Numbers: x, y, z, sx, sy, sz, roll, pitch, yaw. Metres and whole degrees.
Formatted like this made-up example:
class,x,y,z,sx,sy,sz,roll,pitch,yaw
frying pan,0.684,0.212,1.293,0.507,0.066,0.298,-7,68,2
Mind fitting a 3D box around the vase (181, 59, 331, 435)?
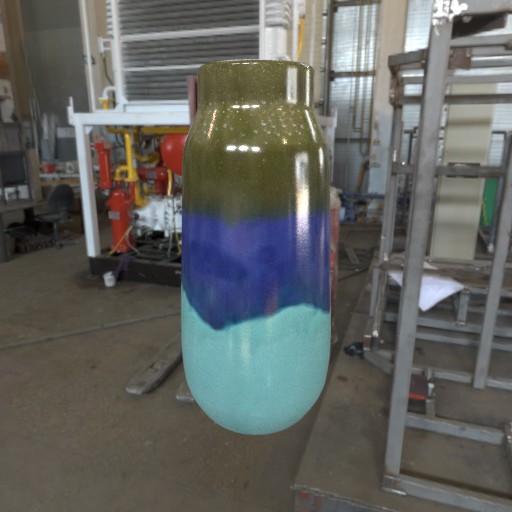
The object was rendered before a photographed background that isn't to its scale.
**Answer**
class,x,y,z,sx,sy,sz,roll,pitch,yaw
vase,0.000,0.000,0.396,0.139,0.313,0.139,0,16,0
